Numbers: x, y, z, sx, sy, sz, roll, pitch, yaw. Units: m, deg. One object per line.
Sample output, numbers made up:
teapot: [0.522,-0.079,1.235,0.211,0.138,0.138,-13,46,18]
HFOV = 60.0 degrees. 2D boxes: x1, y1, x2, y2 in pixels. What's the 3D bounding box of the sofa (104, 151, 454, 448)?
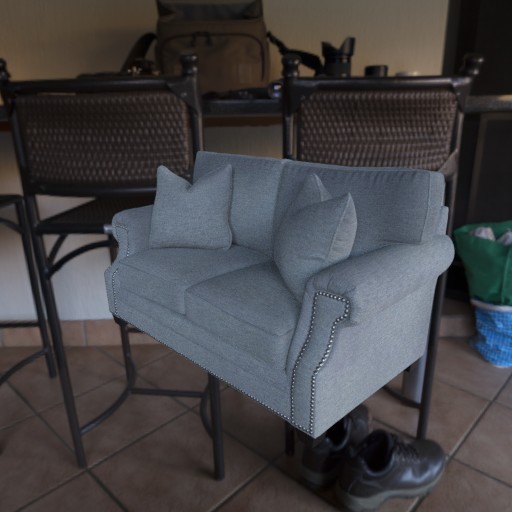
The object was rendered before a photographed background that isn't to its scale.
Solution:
sofa: [0.000,0.000,2.287,0.966,0.966,1.701,-16,23,-42]
